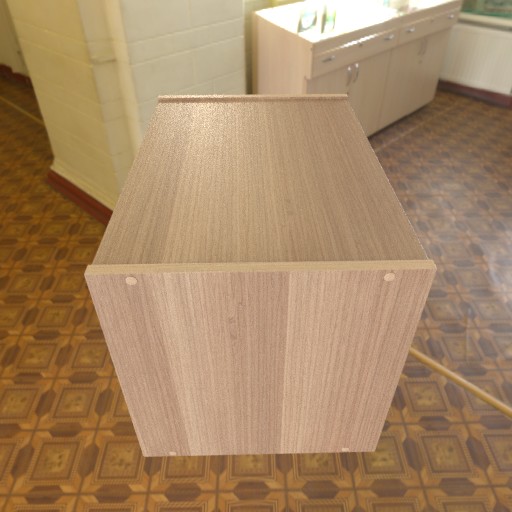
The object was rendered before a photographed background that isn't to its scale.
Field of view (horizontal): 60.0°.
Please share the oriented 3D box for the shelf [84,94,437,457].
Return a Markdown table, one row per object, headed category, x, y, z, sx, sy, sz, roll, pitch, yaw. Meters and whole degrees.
| category | x | y | z | sx | sy | sz | roll | pitch | yaw |
| --- | --- | --- | --- | --- | --- | --- | --- | --- | --- |
| shelf | 0.000 | 0.000 | 0.620 | 0.290 | 0.305 | 0.415 | -1 | 39 | -1 |
